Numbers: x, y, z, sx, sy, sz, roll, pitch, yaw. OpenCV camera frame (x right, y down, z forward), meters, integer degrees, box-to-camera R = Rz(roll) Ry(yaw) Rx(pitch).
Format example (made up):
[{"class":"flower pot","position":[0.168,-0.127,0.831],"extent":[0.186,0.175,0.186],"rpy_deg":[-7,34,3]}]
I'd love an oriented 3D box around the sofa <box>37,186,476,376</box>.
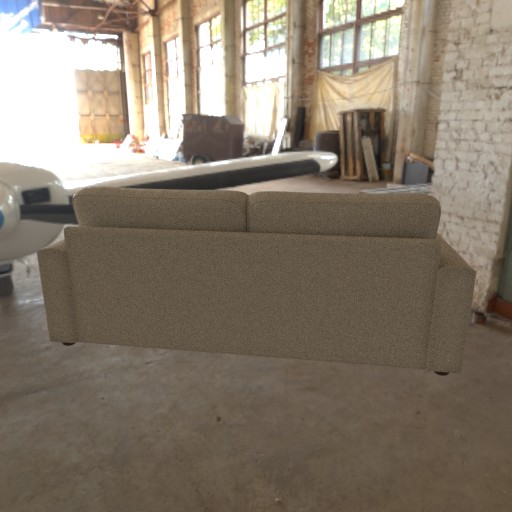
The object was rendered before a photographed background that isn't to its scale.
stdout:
[{"class":"sofa","position":[0.000,0.000,2.668],"extent":[2.179,0.873,1.016],"rpy_deg":[3,17,8]}]
